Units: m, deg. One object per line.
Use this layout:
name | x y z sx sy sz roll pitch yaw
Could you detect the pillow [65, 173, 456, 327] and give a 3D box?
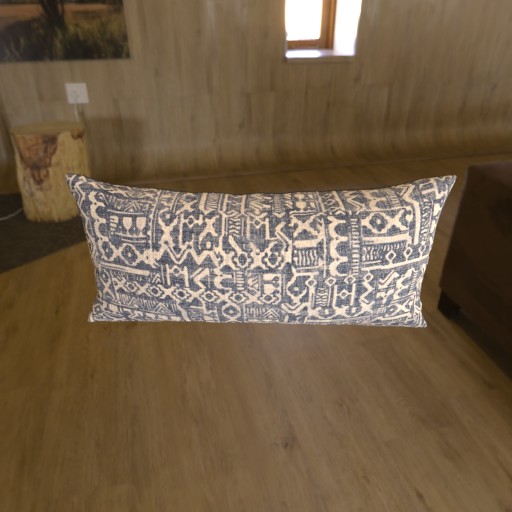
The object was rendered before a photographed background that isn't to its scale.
pillow | 0.000 0.000 0.757 0.631 0.292 0.148 1 29 1
